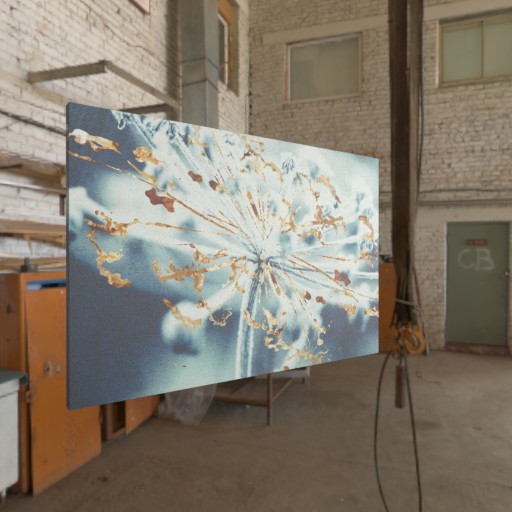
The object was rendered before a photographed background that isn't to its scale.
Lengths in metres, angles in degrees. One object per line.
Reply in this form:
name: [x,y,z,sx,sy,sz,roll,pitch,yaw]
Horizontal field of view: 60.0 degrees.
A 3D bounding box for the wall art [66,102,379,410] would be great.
wall art: [0.000,0.000,1.426,1.138,0.759,0.035,0,0,-34]
